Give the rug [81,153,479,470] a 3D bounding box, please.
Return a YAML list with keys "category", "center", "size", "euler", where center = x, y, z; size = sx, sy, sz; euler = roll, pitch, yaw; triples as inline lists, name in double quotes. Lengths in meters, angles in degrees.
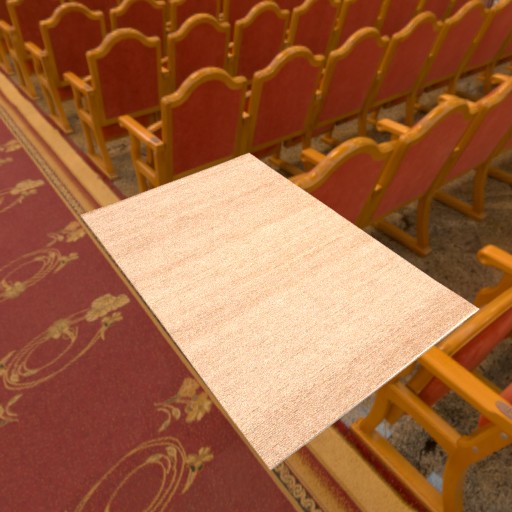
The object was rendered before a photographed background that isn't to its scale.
- category: "rug"
  center: [0.000, 0.000, 2.980]
  size: [1.574, 0.029, 2.346]
  euler: [-26, 48, -26]
